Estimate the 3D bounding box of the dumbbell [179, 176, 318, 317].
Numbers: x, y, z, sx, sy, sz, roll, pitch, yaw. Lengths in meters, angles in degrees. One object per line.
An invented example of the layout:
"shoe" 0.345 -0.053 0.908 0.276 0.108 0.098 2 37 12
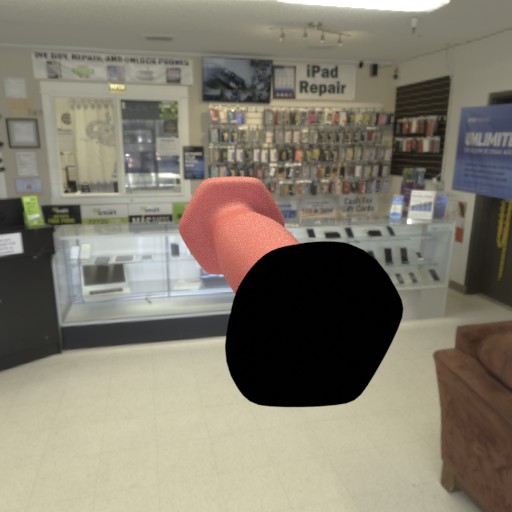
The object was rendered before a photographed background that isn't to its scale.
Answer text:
"dumbbell" 0.000 0.000 0.145 0.047 0.043 0.123 -3 15 -11
